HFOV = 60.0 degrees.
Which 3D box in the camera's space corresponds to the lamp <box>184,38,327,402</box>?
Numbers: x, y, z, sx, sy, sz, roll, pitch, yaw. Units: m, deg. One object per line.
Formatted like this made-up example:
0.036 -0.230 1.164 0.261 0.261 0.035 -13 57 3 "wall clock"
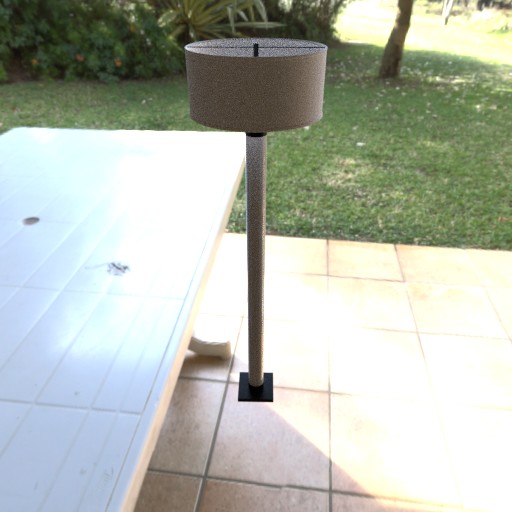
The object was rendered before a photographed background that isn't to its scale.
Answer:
0.000 0.000 1.692 0.420 1.475 0.420 1 32 1 "lamp"
